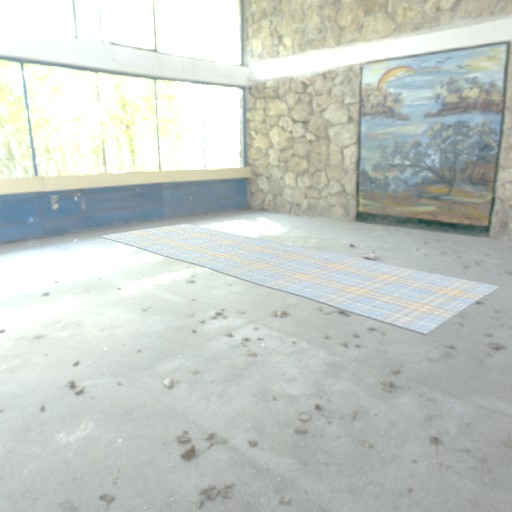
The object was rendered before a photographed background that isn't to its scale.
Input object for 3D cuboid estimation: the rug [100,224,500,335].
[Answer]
[{"bbox_3d":[0.000,0.000,2.627,0.762,0.013,2.439,-13,19,-43],"label":"rug"}]
